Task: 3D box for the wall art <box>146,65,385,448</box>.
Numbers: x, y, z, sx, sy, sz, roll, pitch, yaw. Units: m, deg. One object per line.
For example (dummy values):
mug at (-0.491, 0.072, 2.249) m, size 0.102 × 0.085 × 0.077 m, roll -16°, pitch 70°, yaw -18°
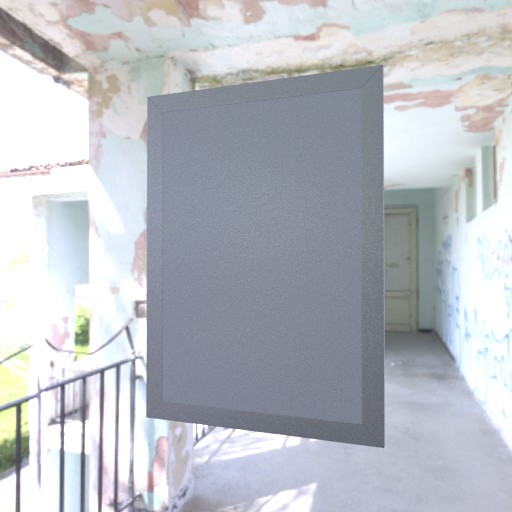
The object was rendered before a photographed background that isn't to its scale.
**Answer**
wall art at (0.000, 0.000, 0.677) m, size 0.376 × 0.529 × 0.013 m, roll 0°, pitch -1°, yaw 19°
